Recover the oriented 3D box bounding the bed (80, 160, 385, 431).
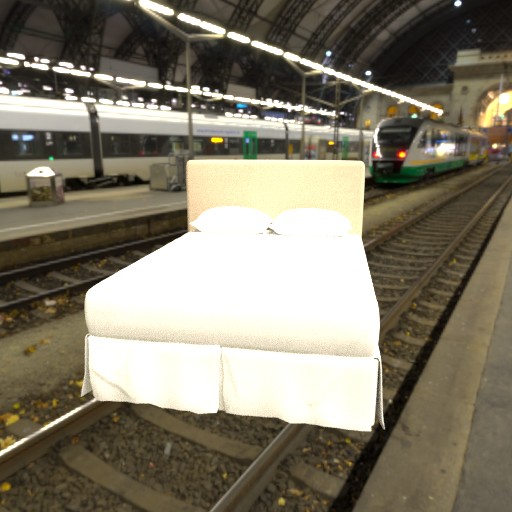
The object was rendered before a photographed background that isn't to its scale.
[{"bbox_3d":[0.000,0.000,3.256,1.723,1.330,2.142,2,14,10],"label":"bed"}]
